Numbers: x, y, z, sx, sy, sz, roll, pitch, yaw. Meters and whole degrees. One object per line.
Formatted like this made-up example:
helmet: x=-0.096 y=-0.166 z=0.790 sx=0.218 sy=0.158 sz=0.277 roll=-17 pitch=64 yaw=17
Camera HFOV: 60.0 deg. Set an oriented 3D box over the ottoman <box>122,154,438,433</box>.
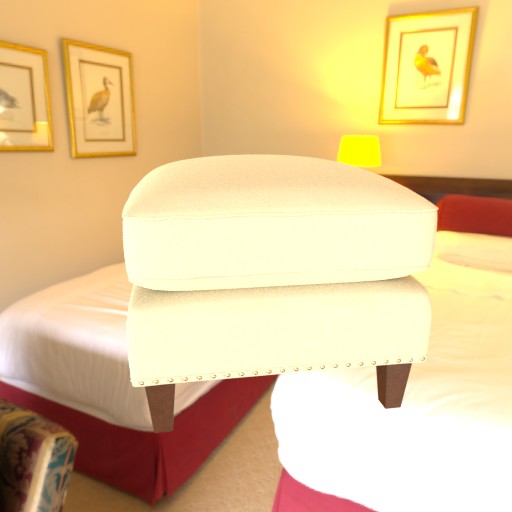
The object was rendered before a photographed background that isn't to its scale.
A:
ottoman: x=0.000 y=0.000 z=1.154 sx=0.584 sy=0.513 sz=0.741 roll=-2 pitch=15 yaw=-9
